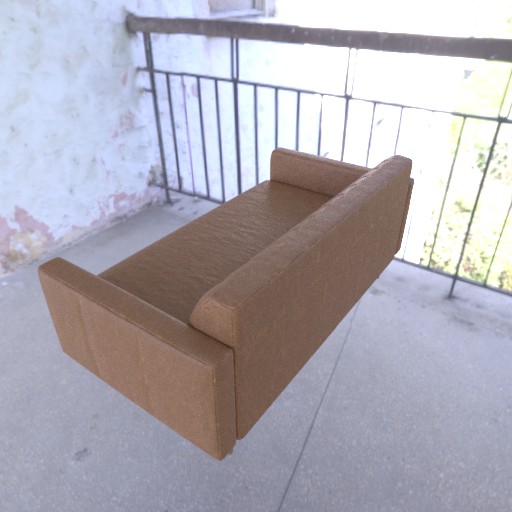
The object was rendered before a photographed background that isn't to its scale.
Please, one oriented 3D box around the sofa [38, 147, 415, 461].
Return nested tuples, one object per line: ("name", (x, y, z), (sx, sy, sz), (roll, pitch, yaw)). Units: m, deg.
("sofa", (0.000, 0.000, 2.329), (0.993, 0.821, 1.847), (21, 38, 29))
